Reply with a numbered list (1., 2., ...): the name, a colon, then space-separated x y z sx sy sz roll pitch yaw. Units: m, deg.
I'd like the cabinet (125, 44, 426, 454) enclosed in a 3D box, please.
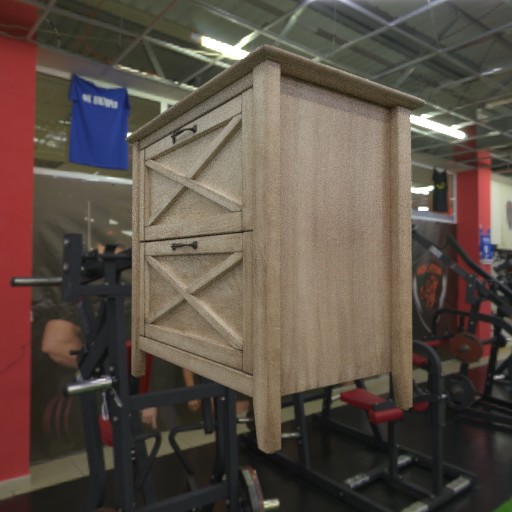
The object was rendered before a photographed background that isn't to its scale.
1. cabinet: 0.000 0.000 1.256 0.503 0.762 0.763 1 -1 -35
